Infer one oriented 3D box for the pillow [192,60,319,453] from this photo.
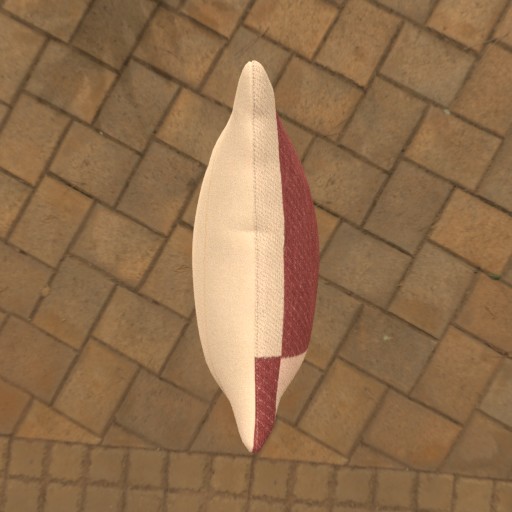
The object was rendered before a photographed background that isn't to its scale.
[{"bbox_3d":[0.000,0.000,0.814,0.229,0.506,0.536,0,90,1],"label":"pillow"}]
